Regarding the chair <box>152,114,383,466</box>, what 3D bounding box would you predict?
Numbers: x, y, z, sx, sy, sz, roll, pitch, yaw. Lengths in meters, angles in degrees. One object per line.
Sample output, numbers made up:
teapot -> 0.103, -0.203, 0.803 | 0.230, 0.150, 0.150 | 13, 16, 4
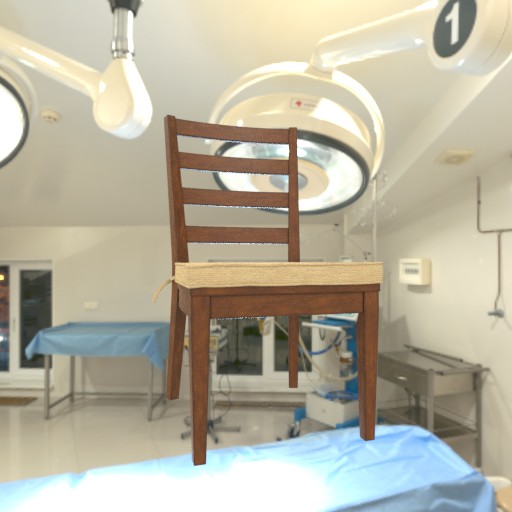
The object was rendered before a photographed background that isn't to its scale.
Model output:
chair -> 0.000, 0.000, 1.369 | 0.593, 0.979, 0.595 | 0, 0, -18
